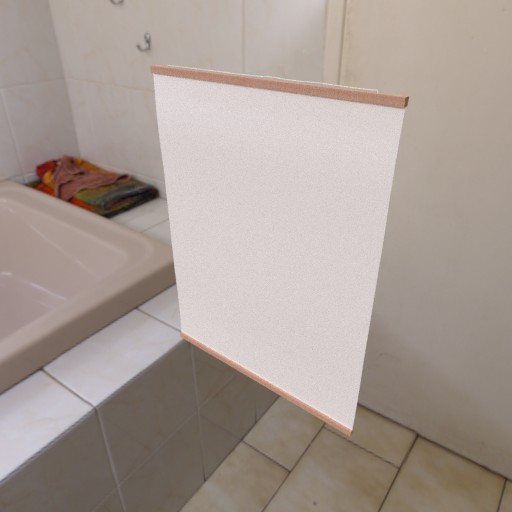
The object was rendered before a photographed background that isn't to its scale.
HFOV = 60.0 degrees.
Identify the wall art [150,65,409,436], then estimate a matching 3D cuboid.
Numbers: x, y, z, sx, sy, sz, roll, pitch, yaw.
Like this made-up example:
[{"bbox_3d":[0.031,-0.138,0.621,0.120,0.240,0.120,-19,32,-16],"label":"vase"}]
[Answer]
[{"bbox_3d":[0.000,0.000,1.326,0.758,1.013,0.020,22,37,32],"label":"wall art"}]
